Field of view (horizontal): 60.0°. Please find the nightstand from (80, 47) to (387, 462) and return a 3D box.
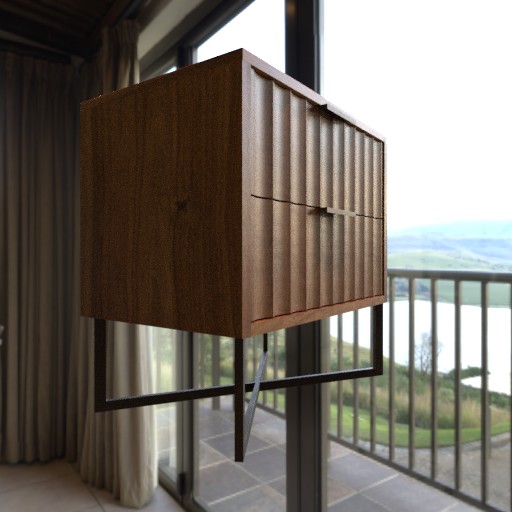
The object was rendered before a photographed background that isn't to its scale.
[{"bbox_3d":[0.000,0.000,1.013,0.427,0.615,0.613,0,0,36],"label":"nightstand"}]
